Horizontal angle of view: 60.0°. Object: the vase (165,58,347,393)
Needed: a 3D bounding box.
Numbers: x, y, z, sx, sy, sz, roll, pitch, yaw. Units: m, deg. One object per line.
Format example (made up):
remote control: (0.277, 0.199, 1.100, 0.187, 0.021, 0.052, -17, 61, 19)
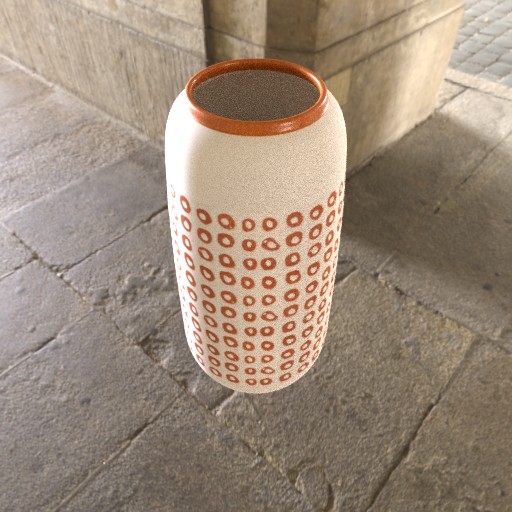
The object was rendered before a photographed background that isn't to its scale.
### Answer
vase: (0.000, 0.000, 0.357, 0.133, 0.282, 0.133, 0, 47, 0)
